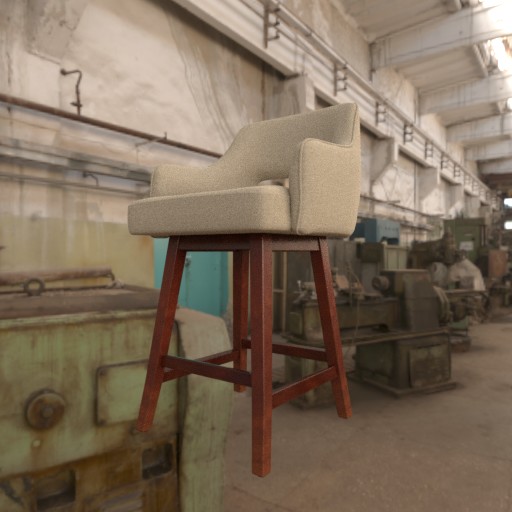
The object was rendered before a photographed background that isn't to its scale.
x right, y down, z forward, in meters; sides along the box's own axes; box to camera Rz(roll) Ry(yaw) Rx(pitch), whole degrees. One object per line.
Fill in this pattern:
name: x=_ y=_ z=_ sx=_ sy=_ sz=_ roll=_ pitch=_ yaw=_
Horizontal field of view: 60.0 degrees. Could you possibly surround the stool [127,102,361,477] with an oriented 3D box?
stool: x=0.000 y=0.000 z=1.261 sx=0.550 sy=0.936 sz=0.560 roll=1 pitch=1 yaw=37
